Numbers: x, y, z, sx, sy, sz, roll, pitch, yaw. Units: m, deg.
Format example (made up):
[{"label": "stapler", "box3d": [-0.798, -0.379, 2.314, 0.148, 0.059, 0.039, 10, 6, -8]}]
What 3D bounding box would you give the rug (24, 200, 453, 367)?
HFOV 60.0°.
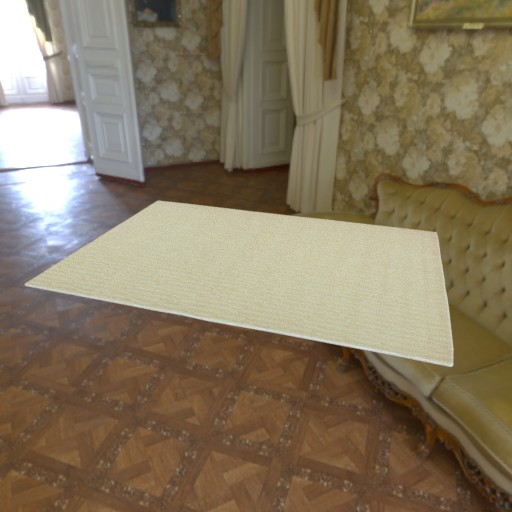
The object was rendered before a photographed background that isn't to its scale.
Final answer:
[{"label": "rug", "box3d": [0.000, 0.000, 2.312, 1.848, 0.014, 1.238, 8, 27, 16]}]
